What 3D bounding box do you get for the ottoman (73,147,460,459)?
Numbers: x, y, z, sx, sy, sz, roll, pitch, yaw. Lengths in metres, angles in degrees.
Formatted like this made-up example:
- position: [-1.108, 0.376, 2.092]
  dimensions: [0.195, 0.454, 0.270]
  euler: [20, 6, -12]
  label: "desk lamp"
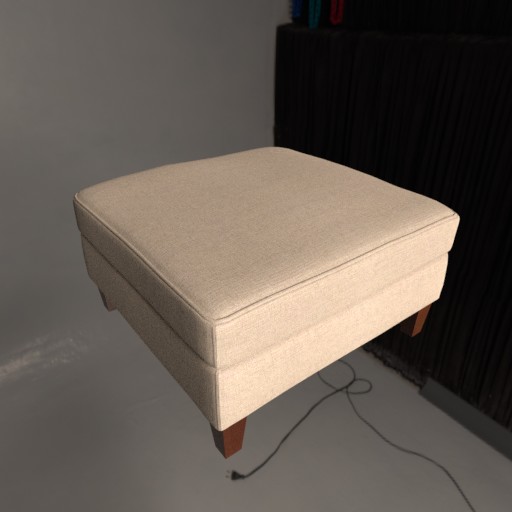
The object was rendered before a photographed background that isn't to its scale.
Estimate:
- position: [0.000, 0.000, 1.384]
  dimensions: [0.838, 0.481, 0.838]
  euler: [-21, 36, -32]
  label: "ottoman"
